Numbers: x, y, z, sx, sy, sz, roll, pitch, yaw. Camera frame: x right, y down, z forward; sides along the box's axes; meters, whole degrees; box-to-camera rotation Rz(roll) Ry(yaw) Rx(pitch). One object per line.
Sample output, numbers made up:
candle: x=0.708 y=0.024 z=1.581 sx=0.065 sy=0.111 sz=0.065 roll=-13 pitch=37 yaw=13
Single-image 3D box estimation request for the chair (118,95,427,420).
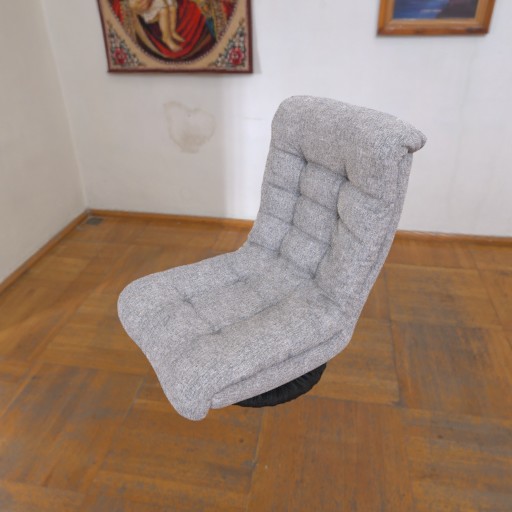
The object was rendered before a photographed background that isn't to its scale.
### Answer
chair: x=0.000 y=0.000 z=0.994 sx=0.583 sy=0.600 sz=0.400 roll=-20 pitch=37 yaw=-29
